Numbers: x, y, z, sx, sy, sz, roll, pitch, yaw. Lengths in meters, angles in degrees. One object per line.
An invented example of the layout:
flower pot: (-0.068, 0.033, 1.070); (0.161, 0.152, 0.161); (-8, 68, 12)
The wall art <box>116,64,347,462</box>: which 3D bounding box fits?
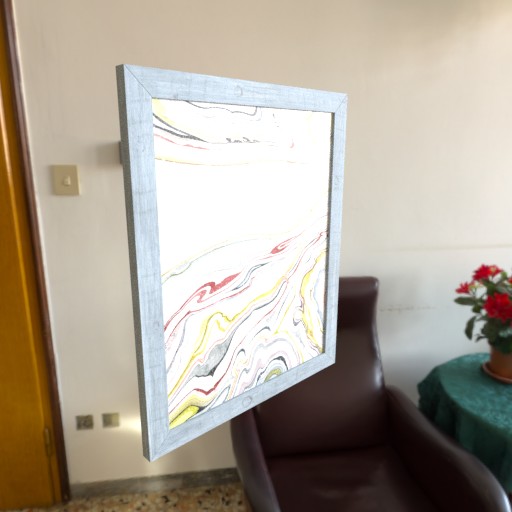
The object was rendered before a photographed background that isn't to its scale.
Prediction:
wall art: (0.000, 0.000, 0.793); (0.479, 0.582, 0.022); (-13, 19, -42)
